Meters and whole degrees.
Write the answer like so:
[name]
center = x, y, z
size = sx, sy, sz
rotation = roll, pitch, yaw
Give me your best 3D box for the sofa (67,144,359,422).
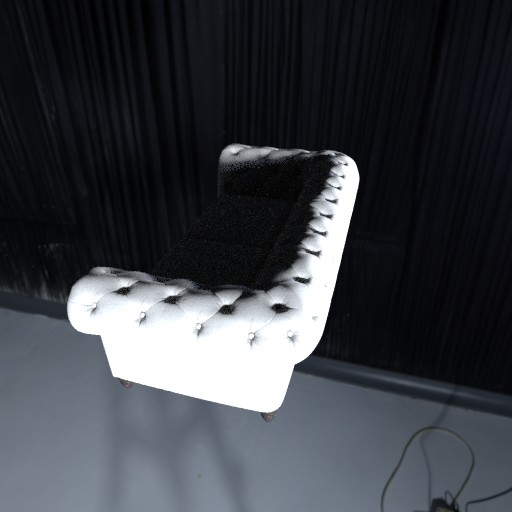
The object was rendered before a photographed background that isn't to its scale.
[sofa]
center = 0.000, 0.000, 2.541
size = 0.986, 0.764, 1.998
rotation = 9, 32, 14
